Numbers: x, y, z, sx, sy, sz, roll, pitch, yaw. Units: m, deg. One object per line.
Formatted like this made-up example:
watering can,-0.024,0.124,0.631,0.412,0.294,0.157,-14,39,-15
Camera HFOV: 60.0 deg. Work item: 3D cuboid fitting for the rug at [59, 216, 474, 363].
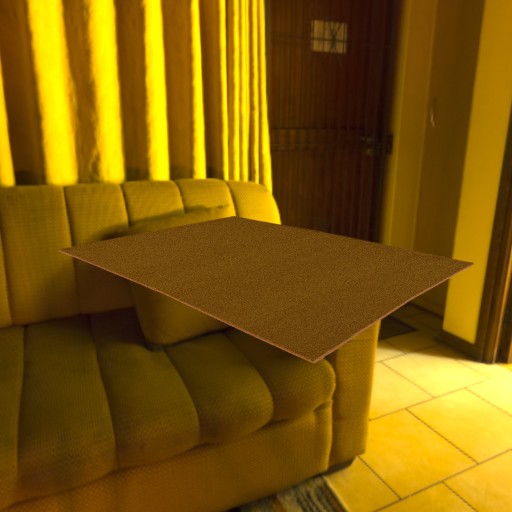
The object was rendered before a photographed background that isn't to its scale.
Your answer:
rug,0.000,0.000,4.238,3.202,0.045,2.434,15,22,42
